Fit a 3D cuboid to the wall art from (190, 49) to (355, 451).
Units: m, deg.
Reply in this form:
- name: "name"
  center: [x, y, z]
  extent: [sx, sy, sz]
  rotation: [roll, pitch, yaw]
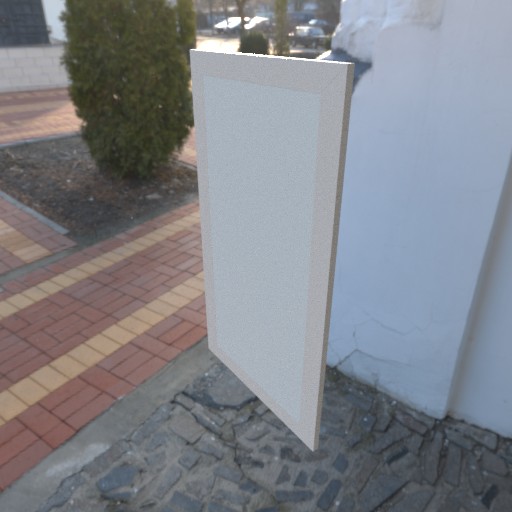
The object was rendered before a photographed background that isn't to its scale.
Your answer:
- name: "wall art"
  center: [0.000, 0.000, 0.825]
  extent: [0.013, 0.683, 0.380]
  rotation: [-19, 33, -32]
